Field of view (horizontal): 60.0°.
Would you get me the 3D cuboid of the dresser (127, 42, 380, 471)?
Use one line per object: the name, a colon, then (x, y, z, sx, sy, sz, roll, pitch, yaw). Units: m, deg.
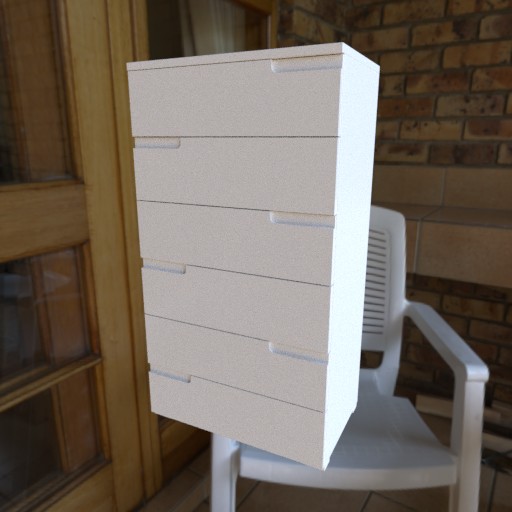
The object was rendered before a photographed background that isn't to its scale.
dresser: (0.000, 0.000, 1.485, 0.650, 1.190, 0.400, 7, 17, 26)
